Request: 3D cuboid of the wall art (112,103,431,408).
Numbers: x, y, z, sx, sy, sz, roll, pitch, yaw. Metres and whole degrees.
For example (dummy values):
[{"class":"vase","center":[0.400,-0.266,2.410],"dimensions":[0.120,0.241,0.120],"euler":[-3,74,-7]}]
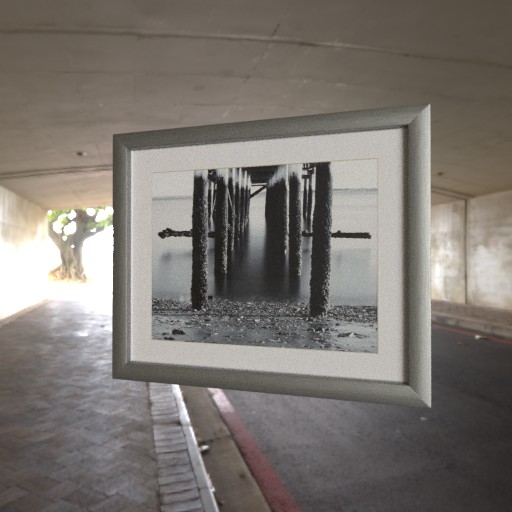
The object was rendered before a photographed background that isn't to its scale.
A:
[{"class":"wall art","center":[0.000,0.000,0.757],"dimensions":[0.556,0.457,0.028],"euler":[0,0,17]}]
